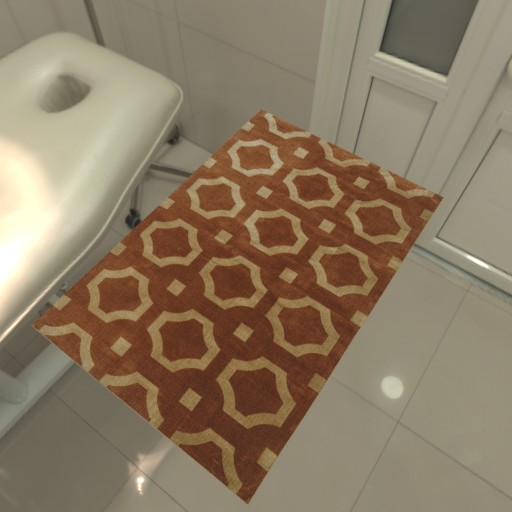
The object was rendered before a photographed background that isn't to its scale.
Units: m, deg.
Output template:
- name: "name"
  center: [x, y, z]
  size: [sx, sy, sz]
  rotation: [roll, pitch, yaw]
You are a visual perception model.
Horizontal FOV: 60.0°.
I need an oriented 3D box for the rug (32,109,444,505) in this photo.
- name: "rug"
  center: [0.000, 0.000, 2.808]
  size: [1.555, 0.016, 2.286]
  rotation: [31, 63, 18]
